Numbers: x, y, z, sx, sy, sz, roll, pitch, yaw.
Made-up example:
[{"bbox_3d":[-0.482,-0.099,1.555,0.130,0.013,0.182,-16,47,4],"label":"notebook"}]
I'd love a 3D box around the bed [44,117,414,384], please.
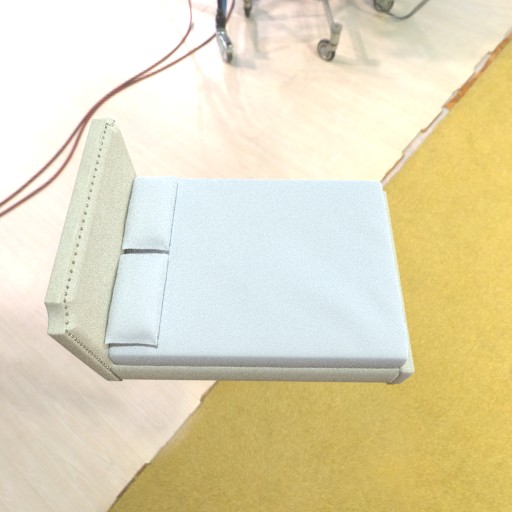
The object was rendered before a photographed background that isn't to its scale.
[{"bbox_3d":[0.000,0.000,3.464,2.381,1.457,1.713,1,61,0],"label":"bed"}]
